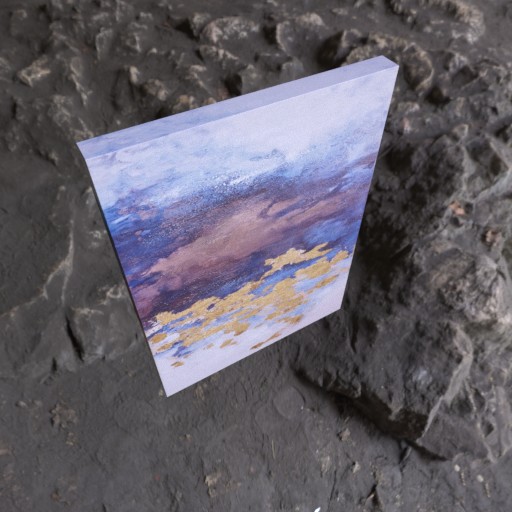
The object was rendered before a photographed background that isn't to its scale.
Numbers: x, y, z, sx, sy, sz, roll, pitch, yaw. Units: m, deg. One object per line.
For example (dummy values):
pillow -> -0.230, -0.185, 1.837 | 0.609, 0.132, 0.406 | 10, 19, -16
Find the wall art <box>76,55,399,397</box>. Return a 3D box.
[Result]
wall art -> 0.000, 0.000, 0.766 | 0.437, 0.581, 0.036 | -23, 52, -20
